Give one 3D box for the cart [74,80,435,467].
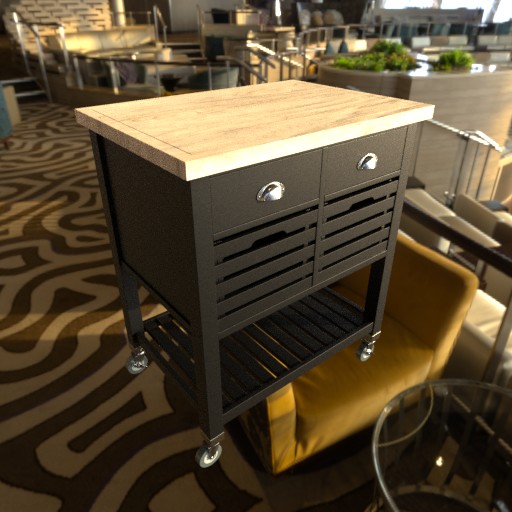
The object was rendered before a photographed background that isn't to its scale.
[{"bbox_3d":[0.000,0.000,1.417,0.797,0.920,0.567,-22,37,-33],"label":"cart"}]
